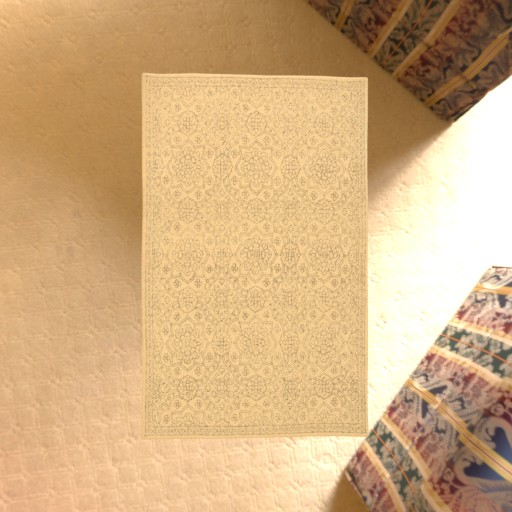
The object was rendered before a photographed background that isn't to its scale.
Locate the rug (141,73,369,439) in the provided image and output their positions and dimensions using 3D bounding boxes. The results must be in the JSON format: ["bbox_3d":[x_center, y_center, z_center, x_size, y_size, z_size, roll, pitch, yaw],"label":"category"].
[{"bbox_3d":[0.000,0.000,2.963,1.518,0.023,2.434,0,90,-2],"label":"rug"}]
